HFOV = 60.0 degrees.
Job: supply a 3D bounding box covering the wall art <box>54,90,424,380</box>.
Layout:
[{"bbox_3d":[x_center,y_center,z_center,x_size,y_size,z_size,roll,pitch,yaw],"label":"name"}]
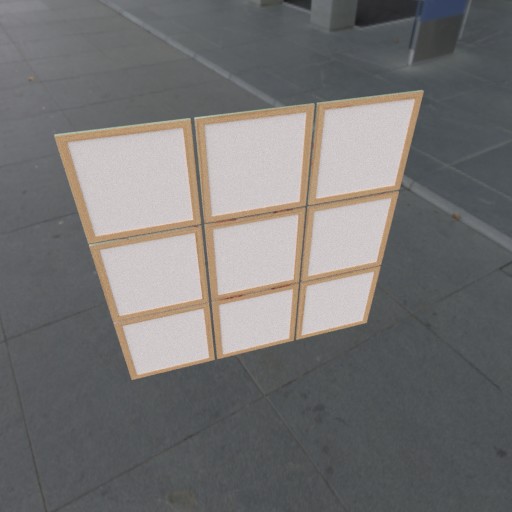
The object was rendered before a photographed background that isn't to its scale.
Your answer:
[{"bbox_3d":[0.000,0.000,2.258,1.517,1.523,0.013,-11,42,-13],"label":"wall art"}]
